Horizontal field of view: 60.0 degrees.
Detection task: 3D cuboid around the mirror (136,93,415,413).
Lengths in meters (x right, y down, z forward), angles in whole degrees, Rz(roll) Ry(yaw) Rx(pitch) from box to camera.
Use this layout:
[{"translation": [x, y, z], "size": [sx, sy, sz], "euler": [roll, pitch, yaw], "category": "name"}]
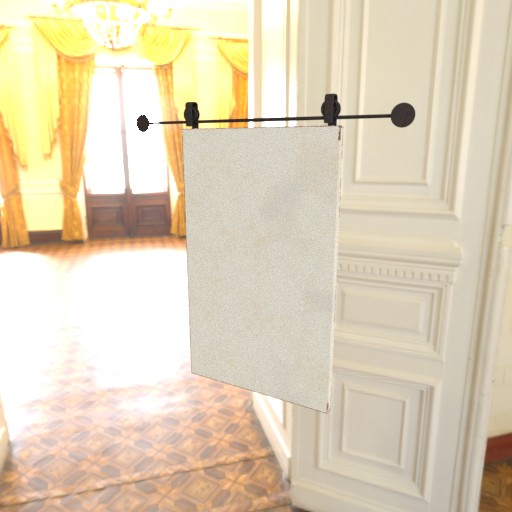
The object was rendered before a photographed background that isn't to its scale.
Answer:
[{"translation": [0.000, 0.000, 1.253], "size": [0.808, 0.844, 0.037], "euler": [8, 16, 28], "category": "mirror"}]
